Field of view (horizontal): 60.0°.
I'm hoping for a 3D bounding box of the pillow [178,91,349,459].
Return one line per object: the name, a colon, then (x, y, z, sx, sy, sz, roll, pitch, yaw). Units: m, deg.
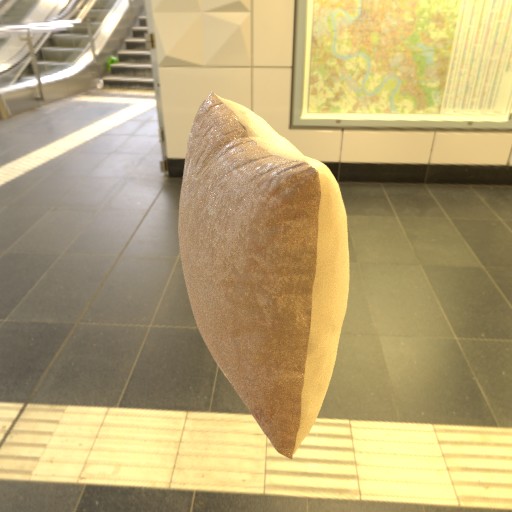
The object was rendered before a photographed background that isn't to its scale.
pillow: (0.000, 0.000, 0.731, 0.245, 0.448, 0.450, -8, 32, -14)
